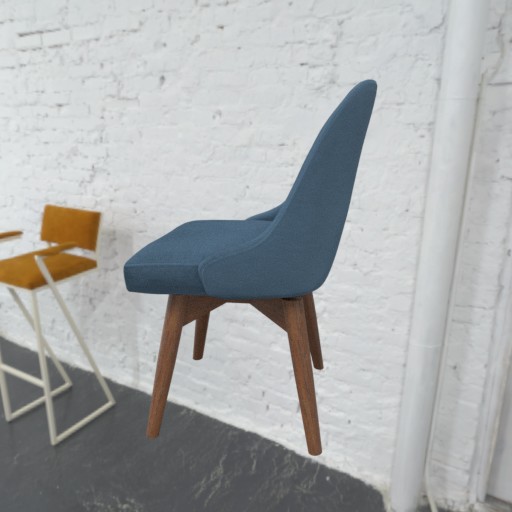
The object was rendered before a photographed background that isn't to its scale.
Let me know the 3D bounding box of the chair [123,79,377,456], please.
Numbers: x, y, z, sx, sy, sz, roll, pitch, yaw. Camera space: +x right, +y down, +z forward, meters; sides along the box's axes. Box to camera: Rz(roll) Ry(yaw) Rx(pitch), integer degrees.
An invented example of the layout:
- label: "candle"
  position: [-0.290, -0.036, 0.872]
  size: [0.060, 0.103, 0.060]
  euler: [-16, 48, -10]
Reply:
- label: "chair"
  position: [0.000, 0.000, 1.223]
  size: [0.589, 0.882, 0.503]
  euler: [2, 15, 9]
